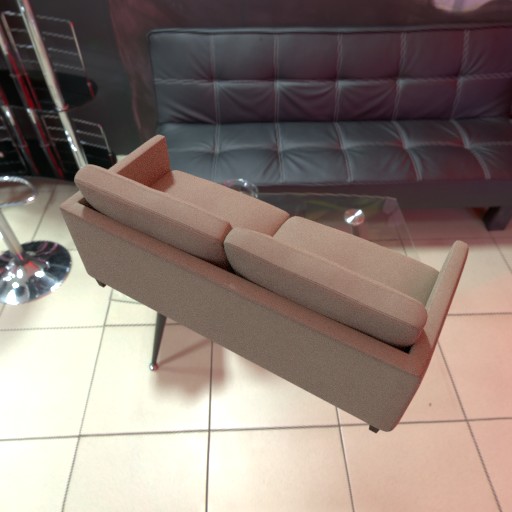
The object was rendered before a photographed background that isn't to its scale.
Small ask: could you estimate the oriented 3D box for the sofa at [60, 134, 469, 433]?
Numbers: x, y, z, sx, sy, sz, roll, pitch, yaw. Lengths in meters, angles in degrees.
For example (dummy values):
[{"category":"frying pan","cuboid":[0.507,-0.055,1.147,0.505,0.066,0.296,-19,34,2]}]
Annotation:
[{"category":"sofa","cuboid":[0.000,0.000,2.678,2.181,0.932,0.948,23,51,20]}]
